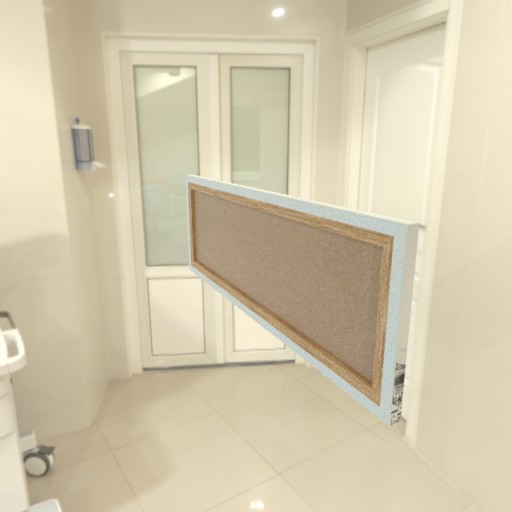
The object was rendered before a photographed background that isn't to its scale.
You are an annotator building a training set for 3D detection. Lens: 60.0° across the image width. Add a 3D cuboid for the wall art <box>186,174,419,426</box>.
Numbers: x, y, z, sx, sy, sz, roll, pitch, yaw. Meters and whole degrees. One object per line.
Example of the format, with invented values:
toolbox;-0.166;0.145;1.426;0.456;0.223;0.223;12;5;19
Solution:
wall art;0.000;0.000;1.690;0.039;0.507;1.520;-7;17;-26
